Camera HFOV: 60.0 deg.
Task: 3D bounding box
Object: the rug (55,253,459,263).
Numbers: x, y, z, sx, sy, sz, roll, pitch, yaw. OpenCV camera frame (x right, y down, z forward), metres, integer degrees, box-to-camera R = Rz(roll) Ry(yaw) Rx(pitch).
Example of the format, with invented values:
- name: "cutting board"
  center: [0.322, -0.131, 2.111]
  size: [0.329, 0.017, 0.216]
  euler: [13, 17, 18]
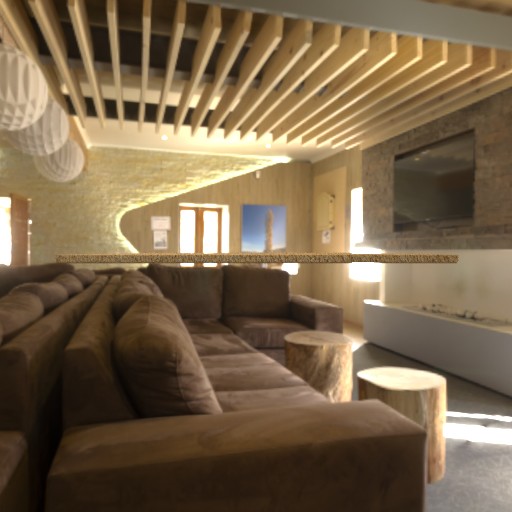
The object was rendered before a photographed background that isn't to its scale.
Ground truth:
- name: "rug"
  center: [0.000, 0.000, 2.094]
  size: [1.199, 0.025, 1.600]
  euler: [0, 1, 0]
